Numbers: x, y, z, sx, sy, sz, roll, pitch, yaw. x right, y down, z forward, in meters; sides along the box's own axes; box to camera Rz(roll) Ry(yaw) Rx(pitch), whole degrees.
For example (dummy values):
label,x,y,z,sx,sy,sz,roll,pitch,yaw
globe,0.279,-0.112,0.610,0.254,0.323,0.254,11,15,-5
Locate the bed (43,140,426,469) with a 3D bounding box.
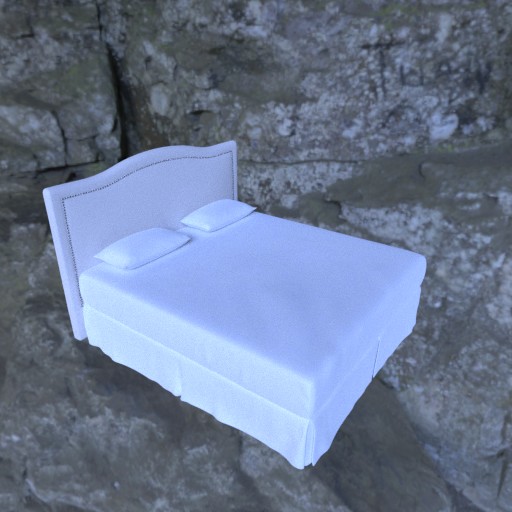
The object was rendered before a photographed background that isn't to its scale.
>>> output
label,x,y,z,sx,sy,sz,roll,pitch,yaw
bed,0.000,0.000,3.503,2.182,1.421,2.083,18,31,32
